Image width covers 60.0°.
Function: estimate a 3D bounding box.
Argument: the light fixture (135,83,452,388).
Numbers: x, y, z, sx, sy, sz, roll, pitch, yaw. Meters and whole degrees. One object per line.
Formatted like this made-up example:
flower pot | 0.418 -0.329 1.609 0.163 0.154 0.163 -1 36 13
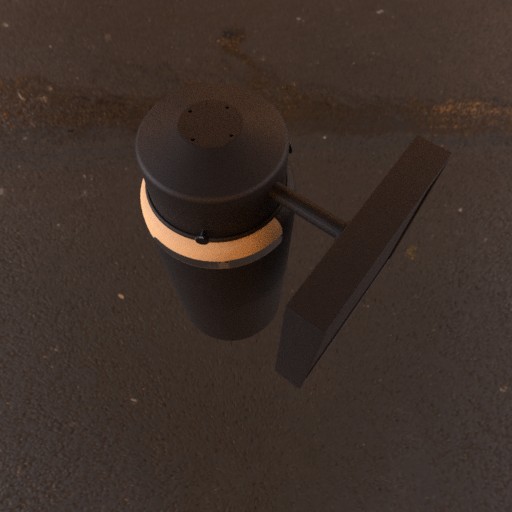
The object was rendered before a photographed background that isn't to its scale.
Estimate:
light fixture | 0.000 0.000 0.359 0.176 0.257 0.130 34 68 16
